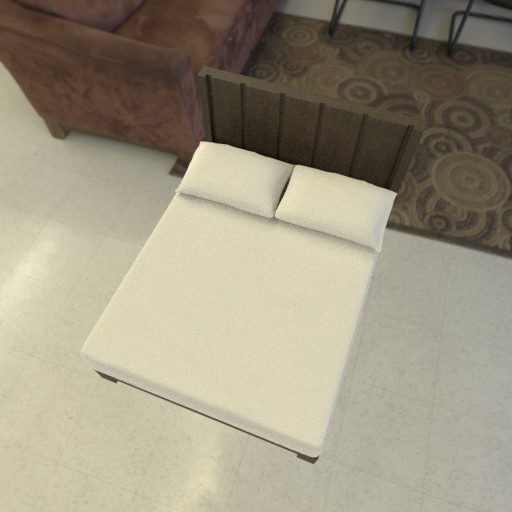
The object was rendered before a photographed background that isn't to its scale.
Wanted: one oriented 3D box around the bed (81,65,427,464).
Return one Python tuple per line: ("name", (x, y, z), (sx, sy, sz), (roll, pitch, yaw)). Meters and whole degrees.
("bed", (0.000, 0.000, 3.284), (1.727, 1.270, 2.242), (18, 60, 11))
